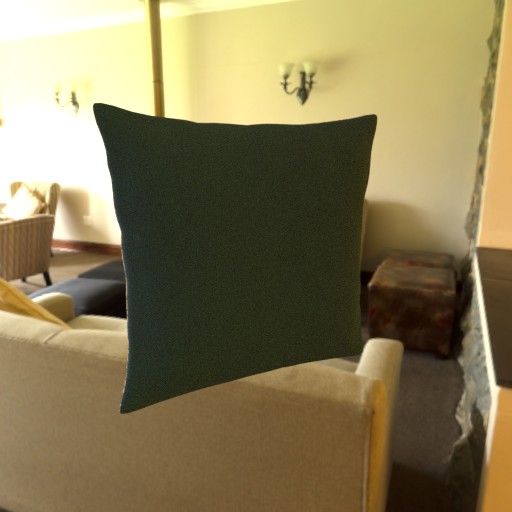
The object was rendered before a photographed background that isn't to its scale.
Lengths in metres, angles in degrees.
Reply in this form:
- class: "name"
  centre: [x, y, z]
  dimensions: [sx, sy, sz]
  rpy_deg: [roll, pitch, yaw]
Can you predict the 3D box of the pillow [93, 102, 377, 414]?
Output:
- class: "pillow"
  centre: [0.000, 0.000, 0.809]
  dimensions: [0.523, 0.510, 0.166]
  rpy_deg: [-6, 15, -25]
